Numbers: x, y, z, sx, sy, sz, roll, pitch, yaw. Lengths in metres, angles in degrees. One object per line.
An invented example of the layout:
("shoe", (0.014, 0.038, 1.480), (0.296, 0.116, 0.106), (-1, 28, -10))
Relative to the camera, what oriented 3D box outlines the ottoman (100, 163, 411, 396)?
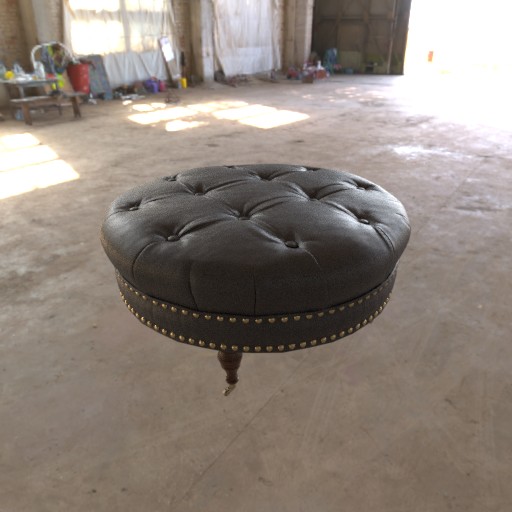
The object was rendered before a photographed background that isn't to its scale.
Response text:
("ottoman", (0.000, 0.000, 1.404), (0.901, 0.439, 0.901), (0, 27, 0))
